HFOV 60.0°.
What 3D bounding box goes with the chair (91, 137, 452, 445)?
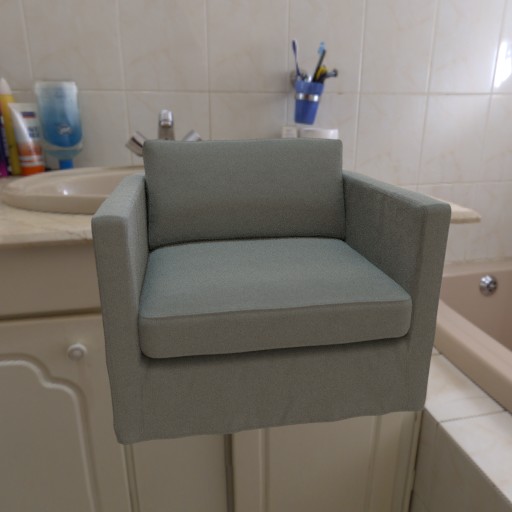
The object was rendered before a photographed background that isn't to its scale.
[{"bbox_3d":[0.000,0.000,1.725,1.057,0.863,0.949,-3,18,-9],"label":"chair"}]
